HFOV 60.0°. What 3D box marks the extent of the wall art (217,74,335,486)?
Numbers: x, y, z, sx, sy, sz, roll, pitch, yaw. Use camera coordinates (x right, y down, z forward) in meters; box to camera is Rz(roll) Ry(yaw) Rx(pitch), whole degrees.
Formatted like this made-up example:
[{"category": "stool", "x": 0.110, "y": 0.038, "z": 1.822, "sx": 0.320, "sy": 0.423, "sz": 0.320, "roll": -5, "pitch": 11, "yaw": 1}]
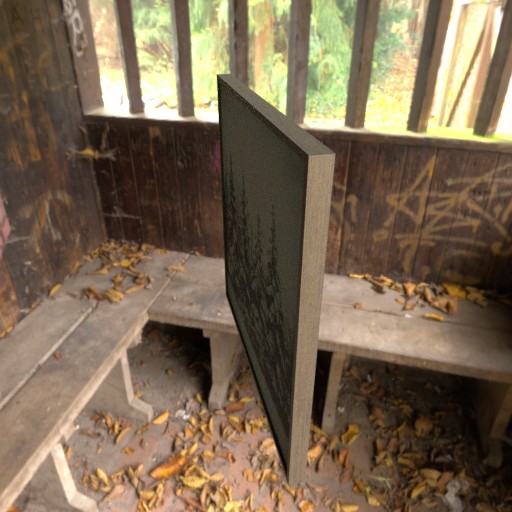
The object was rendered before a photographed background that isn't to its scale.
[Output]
[{"category": "wall art", "x": 0.000, "y": 0.000, "z": 1.123, "sx": 0.039, "sy": 0.758, "sz": 0.758, "roll": -7, "pitch": 31, "yaw": -12}]
